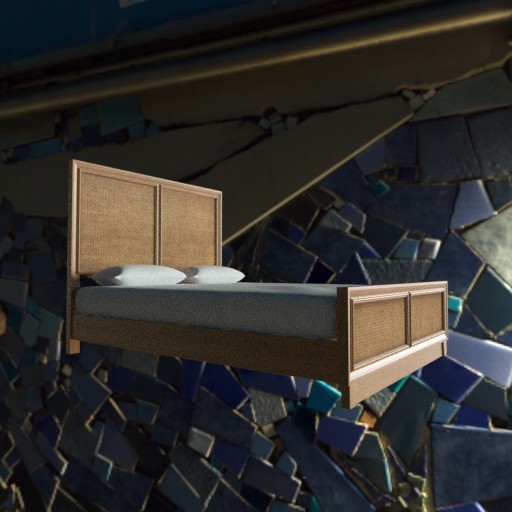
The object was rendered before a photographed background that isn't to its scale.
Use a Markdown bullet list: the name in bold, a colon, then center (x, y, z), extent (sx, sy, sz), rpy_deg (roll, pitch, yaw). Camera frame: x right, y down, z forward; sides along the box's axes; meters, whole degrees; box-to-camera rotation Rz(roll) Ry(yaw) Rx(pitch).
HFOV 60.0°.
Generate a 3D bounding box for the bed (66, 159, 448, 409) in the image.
- **bed**: center (0.000, 0.000, 3.167), extent (2.184, 1.387, 1.606), rpy_deg (-2, -3, 37)
